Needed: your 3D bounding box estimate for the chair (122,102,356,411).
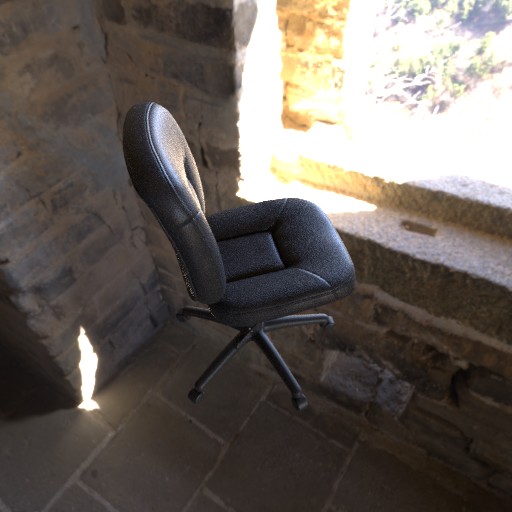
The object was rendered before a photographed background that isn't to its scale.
[{"bbox_3d":[0.000,0.000,1.412,0.646,0.959,0.647,-10,46,-10],"label":"chair"}]
